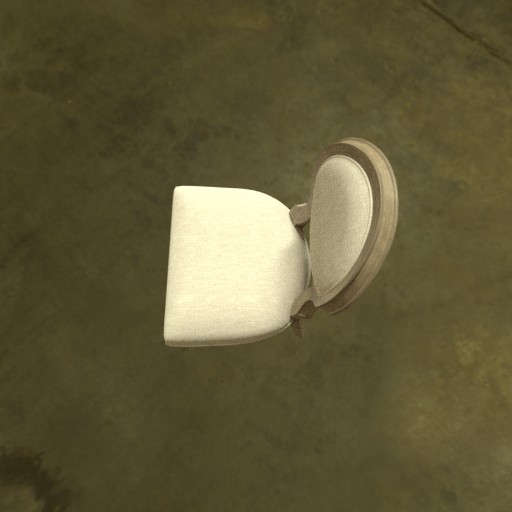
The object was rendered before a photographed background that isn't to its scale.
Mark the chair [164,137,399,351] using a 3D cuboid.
[{"bbox_3d":[0.000,0.000,1.405,0.602,0.990,0.558,1,74,0],"label":"chair"}]
